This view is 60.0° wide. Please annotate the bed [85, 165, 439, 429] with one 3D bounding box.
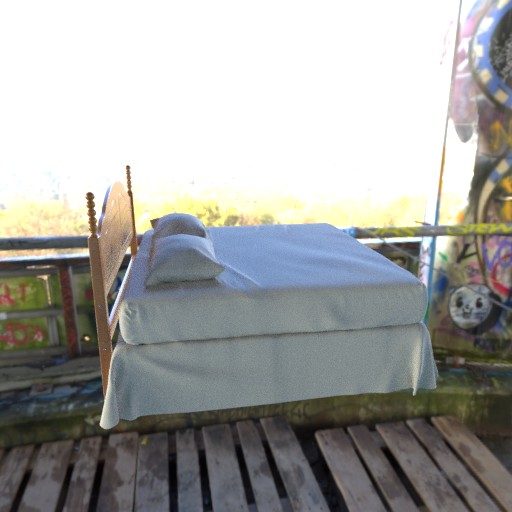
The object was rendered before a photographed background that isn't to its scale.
[{"bbox_3d":[0.000,0.000,3.641,2.219,1.355,2.322,-3,16,-9],"label":"bed"}]
